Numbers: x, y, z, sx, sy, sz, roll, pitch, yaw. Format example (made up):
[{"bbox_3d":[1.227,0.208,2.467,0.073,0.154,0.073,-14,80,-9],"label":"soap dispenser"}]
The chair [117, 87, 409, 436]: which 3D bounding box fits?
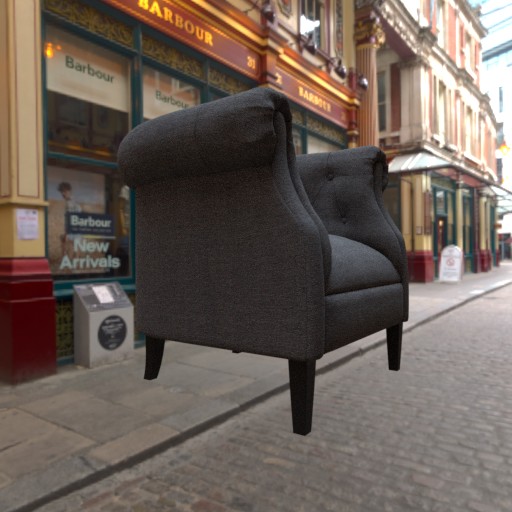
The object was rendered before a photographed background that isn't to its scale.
[{"bbox_3d":[0.000,0.000,1.538,0.852,0.827,0.905,0,0,35],"label":"chair"}]
